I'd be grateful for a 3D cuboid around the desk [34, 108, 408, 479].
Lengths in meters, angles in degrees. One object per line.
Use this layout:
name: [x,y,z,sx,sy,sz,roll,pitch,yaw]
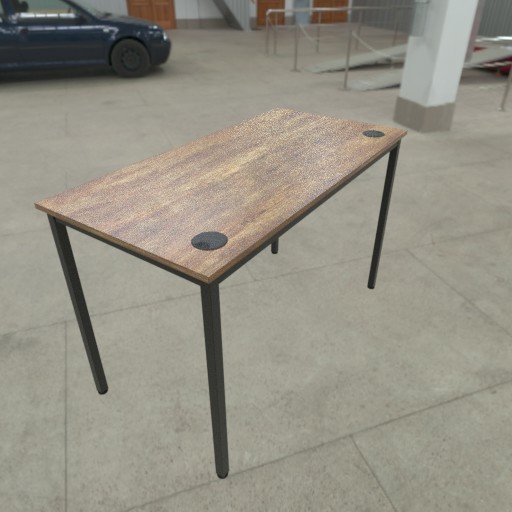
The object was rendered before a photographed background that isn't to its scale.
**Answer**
desk: [0.000,0.000,1.646,0.600,0.749,1.200,20,38,29]
